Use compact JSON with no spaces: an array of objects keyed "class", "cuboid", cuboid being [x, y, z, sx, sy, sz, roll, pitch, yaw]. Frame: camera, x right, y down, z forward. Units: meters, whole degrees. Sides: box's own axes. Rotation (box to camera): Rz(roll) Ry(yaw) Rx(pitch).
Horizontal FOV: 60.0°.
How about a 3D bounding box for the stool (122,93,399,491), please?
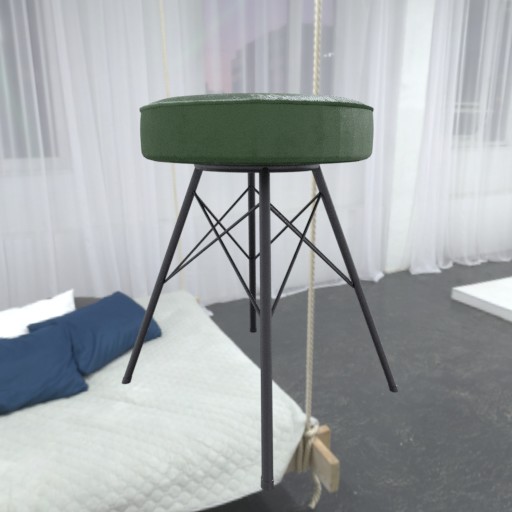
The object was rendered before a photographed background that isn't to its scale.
[{"class":"stool","cuboid":[0.000,0.000,0.899,0.430,0.595,0.457,-14,20,-43]}]
